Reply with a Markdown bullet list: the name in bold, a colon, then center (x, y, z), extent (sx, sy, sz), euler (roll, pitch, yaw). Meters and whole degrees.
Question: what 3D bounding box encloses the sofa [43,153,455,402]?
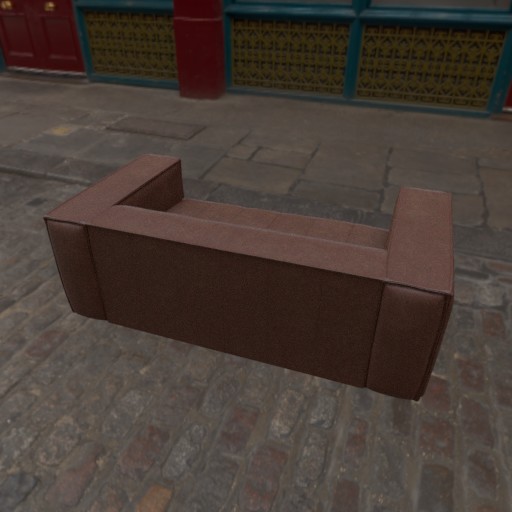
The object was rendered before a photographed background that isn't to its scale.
- **sofa**: center (0.000, 0.000, 2.631), extent (2.088, 0.703, 1.102), euler (11, 34, 16)
